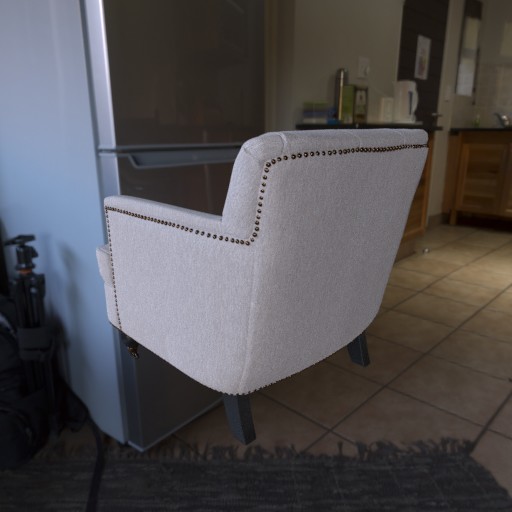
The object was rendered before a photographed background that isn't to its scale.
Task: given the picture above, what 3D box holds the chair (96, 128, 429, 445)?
[{"bbox_3d":[0.000,0.000,1.481,0.737,0.823,0.902,-16,23,-42],"label":"chair"}]
